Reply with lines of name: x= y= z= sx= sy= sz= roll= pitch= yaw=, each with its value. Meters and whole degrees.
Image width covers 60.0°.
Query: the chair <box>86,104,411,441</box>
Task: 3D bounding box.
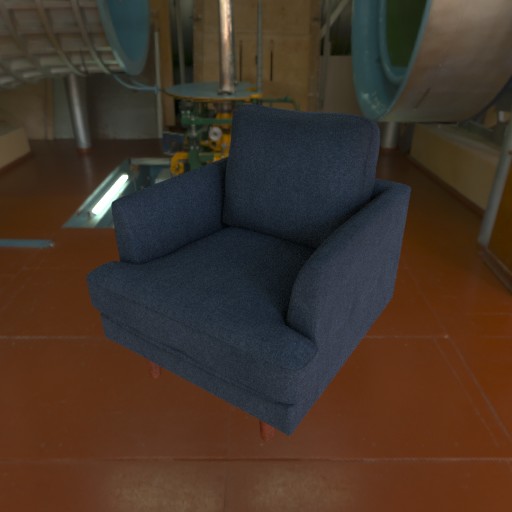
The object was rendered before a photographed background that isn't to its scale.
chair: x=0.000 y=0.000 z=1.635 sx=0.858 sy=0.957 sz=0.899 roll=18 pitch=33 yaw=30
